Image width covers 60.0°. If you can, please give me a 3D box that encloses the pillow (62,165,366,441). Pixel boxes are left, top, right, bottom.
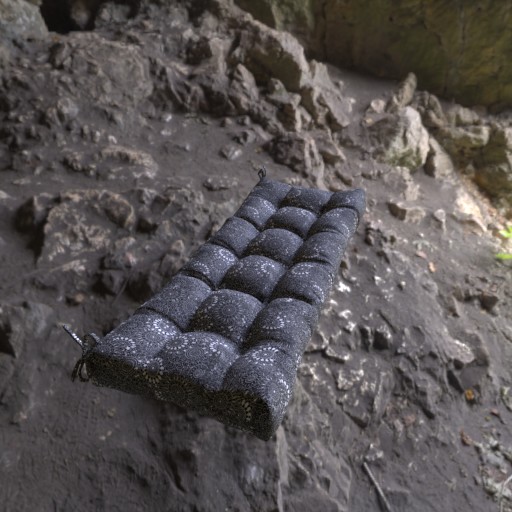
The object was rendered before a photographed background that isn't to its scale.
[{"bbox_3d":[0.000,0.000,1.355,0.511,0.174,1.194,11,33,18],"label":"pillow"}]
